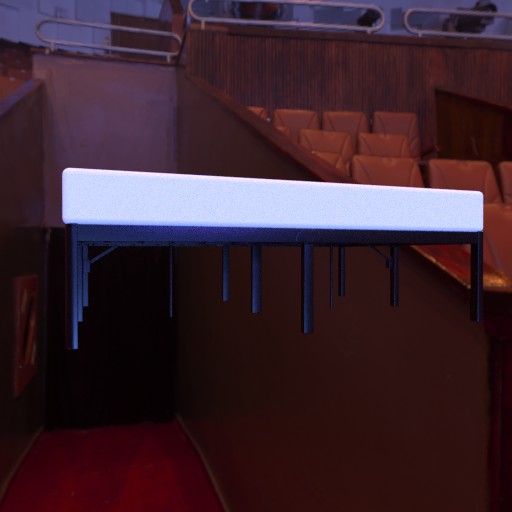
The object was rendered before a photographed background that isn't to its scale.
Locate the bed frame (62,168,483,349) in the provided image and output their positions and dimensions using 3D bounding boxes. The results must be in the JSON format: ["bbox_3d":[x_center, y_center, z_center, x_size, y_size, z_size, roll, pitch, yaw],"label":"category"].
[{"bbox_3d":[0.000,0.000,2.568,1.956,0.659,1.408,0,1,-19],"label":"bed frame"}]
